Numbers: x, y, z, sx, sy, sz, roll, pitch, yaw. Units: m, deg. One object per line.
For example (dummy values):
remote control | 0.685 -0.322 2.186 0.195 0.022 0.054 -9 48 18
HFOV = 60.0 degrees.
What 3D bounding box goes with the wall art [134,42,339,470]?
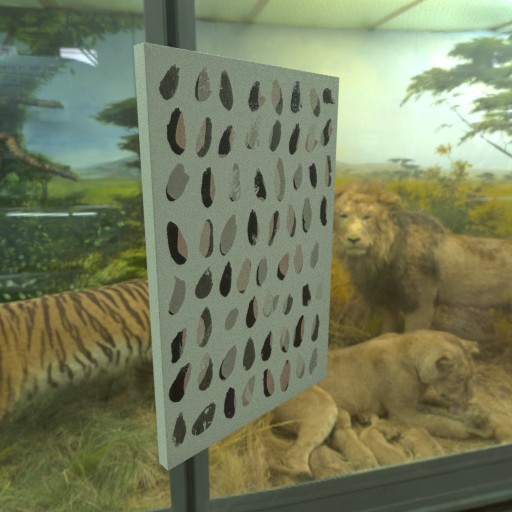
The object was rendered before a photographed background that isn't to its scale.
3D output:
wall art | 0.000 0.000 0.755 0.405 0.608 0.025 -13 19 -43
